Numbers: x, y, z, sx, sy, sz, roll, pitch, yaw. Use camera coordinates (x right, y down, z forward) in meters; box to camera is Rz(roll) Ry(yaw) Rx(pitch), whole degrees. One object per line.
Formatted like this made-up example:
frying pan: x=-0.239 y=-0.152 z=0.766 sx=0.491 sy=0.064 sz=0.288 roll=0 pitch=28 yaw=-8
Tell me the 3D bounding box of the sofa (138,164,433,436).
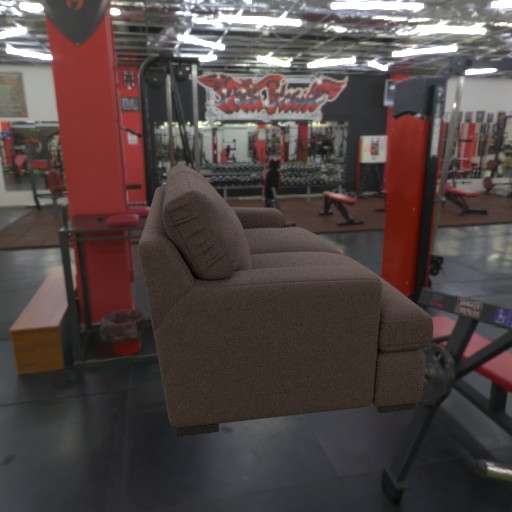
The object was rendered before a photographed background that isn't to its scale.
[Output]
sofa: x=0.000 y=0.000 z=2.506 sx=1.140 sy=0.950 sz=1.869 roll=-3 pitch=15 yaw=-10
